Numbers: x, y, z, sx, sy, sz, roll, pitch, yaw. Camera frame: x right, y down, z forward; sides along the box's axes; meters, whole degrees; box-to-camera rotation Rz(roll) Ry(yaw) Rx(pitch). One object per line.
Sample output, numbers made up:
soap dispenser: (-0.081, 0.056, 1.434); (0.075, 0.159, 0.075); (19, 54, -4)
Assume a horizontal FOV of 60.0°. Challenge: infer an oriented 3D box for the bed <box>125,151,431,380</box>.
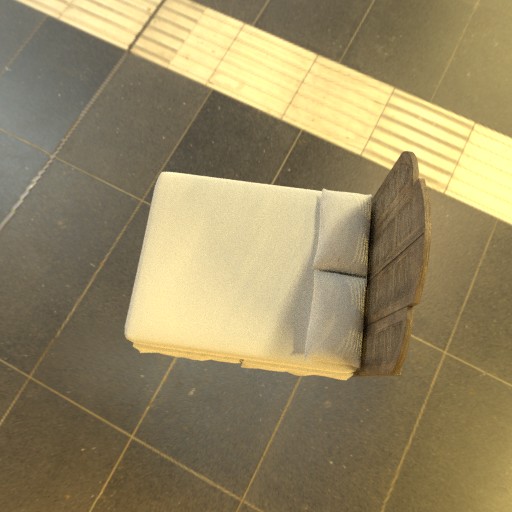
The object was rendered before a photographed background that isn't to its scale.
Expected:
bed: (0.000, 0.000, 3.572); (2.138, 2.019, 1.713); (8, 74, 2)
